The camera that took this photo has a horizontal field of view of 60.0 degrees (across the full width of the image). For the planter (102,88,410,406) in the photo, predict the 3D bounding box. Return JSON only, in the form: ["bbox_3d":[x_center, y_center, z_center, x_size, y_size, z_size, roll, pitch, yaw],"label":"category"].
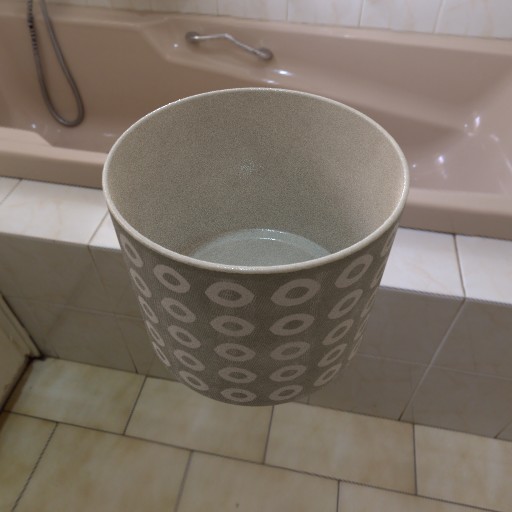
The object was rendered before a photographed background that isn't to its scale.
[{"bbox_3d":[0.000,0.000,0.346,0.190,0.181,0.190,0,47,0],"label":"planter"}]
